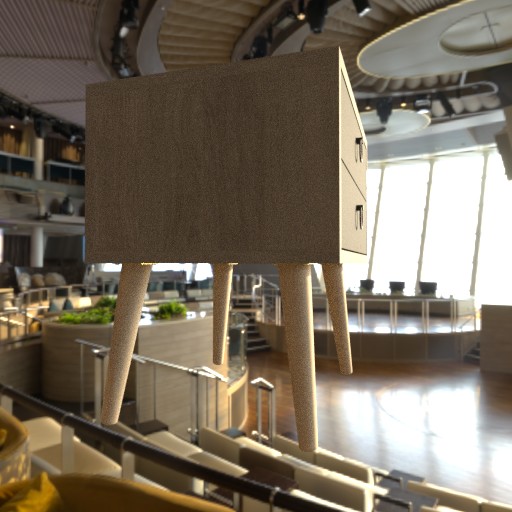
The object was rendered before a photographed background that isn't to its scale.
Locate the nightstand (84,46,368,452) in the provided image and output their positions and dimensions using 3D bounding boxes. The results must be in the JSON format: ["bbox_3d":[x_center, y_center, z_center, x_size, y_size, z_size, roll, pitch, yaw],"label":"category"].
[{"bbox_3d":[0.000,0.000,0.803,0.380,0.500,0.450,0,-1,18],"label":"nightstand"}]
